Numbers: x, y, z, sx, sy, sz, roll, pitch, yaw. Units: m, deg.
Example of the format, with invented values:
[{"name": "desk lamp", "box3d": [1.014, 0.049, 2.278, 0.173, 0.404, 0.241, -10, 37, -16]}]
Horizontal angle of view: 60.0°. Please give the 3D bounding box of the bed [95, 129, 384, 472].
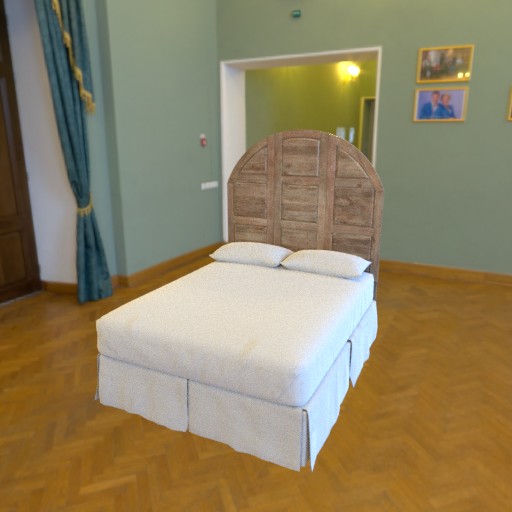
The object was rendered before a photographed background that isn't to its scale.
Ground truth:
[{"name": "bed", "box3d": [0.000, 0.000, 3.590, 1.713, 2.002, 2.112, 7, 17, 25]}]
